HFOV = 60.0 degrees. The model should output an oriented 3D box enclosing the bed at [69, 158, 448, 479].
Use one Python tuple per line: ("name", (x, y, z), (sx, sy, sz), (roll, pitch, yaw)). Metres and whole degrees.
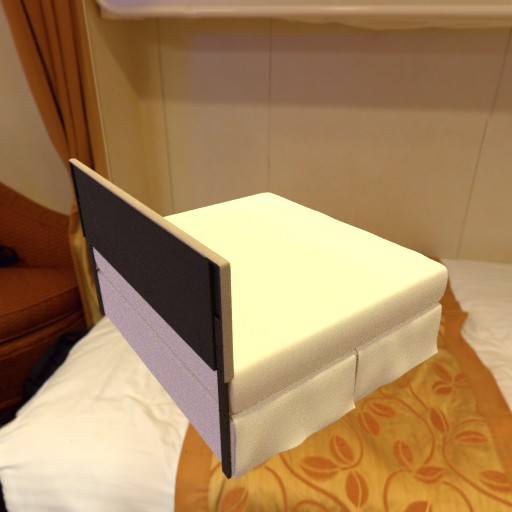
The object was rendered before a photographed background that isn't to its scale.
("bed", (0.000, 0.000, 3.341), (1.914, 1.346, 2.170), (-19, 32, -32))
